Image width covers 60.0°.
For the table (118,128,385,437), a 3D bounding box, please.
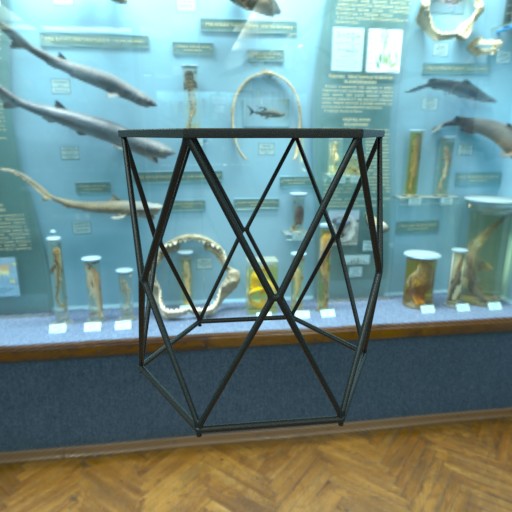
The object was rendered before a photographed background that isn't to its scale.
[{"bbox_3d":[0.000,0.000,1.028,0.578,0.564,0.579,-2,16,-7],"label":"table"}]
